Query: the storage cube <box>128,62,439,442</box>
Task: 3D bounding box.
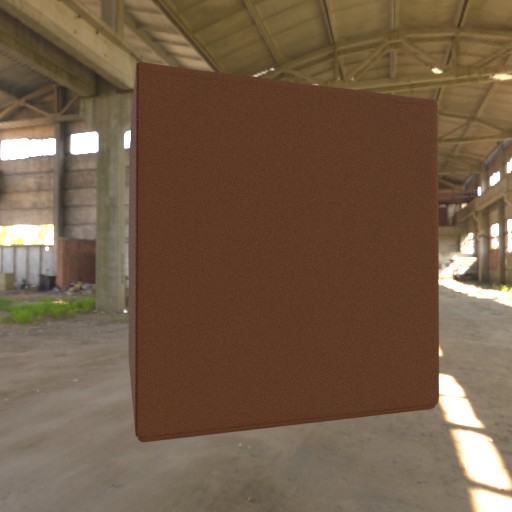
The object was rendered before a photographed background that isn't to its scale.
[{"bbox_3d":[0.000,0.000,0.487,0.270,0.280,0.270,0,-1,-17],"label":"storage cube"}]
